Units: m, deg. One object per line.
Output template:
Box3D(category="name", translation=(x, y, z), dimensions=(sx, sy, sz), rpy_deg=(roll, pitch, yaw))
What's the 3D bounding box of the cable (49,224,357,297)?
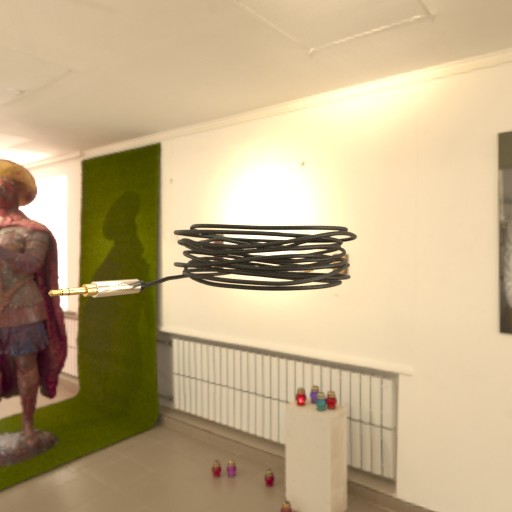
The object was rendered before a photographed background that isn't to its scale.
Box3D(category="cable", translation=(0.000, 0.000, 0.493), dimensions=(0.198, 0.069, 0.432), rpy_deg=(1, 2, 38))
